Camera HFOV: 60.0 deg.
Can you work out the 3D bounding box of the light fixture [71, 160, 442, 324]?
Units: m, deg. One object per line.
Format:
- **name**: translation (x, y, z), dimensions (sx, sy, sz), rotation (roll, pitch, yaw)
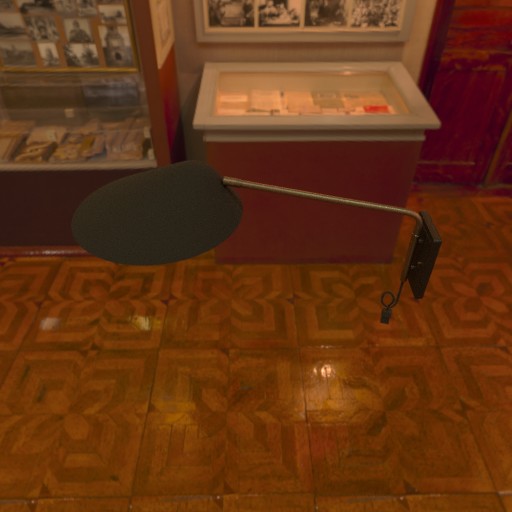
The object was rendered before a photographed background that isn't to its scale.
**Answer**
- **light fixture**: translation (0.000, 0.000, 0.683), dimensions (0.516, 0.312, 0.240), rotation (1, 40, 1)
